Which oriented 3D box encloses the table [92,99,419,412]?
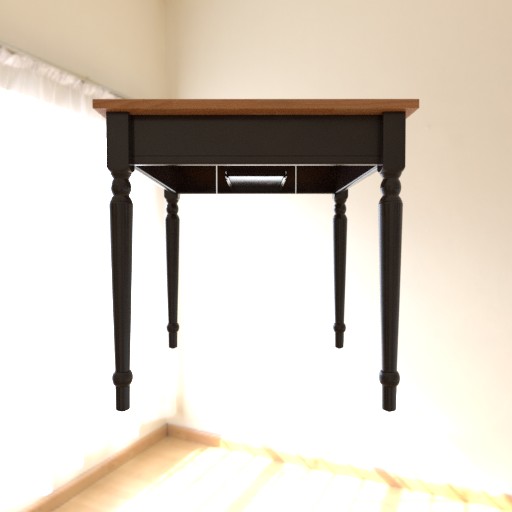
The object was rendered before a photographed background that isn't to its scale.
[{"bbox_3d":[0.000,0.000,1.394,0.747,0.738,0.747,0,2,0],"label":"table"}]
